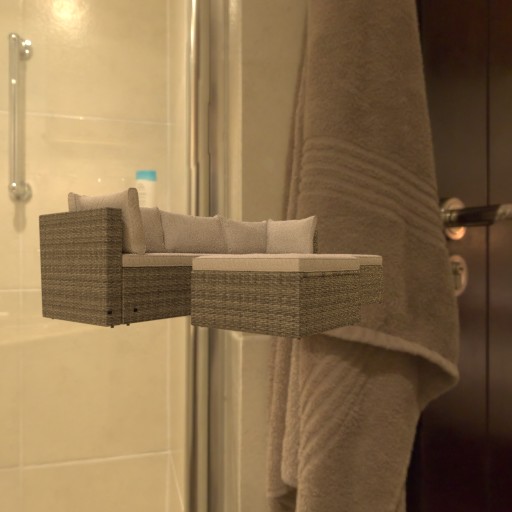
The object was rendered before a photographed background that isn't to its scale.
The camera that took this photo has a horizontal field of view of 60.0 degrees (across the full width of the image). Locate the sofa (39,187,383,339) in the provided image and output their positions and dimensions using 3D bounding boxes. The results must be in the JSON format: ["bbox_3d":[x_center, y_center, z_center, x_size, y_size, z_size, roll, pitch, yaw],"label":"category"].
[{"bbox_3d":[0.000,0.000,3.058,1.662,0.766,2.192,0,-1,37],"label":"sofa"}]
